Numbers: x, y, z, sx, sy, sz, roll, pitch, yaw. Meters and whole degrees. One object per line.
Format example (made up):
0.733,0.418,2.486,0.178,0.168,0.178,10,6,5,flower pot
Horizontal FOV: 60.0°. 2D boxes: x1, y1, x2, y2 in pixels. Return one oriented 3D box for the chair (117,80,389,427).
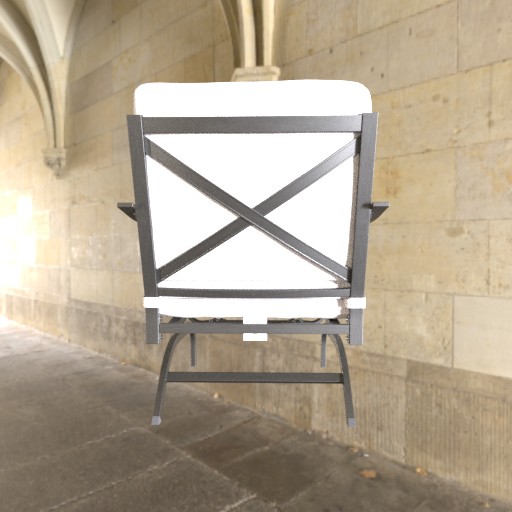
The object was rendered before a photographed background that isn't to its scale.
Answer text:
0.000,0.000,1.396,0.650,0.860,0.787,0,1,2,chair
